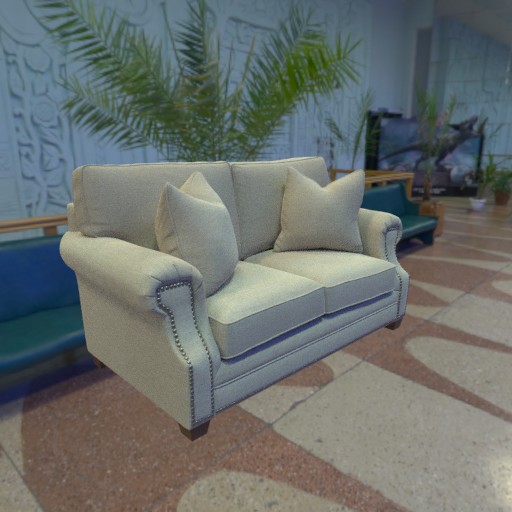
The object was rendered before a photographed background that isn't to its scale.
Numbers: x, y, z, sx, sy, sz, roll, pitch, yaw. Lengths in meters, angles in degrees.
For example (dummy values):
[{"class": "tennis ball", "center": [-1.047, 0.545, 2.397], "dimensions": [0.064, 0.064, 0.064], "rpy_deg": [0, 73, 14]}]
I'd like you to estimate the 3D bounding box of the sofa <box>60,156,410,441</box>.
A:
[{"class": "sofa", "center": [0.000, 0.000, 2.298], "dimensions": [1.701, 0.966, 0.966], "rpy_deg": [-14, 20, -42]}]
